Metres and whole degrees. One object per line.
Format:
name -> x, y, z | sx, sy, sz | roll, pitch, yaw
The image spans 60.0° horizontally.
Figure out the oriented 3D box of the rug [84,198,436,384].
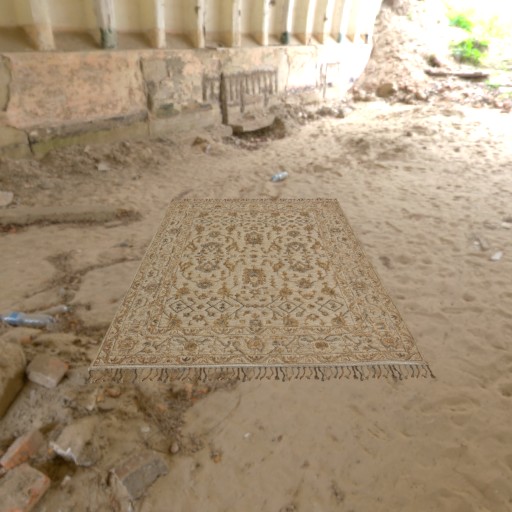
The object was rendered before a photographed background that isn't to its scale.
rug -> 0.000, 0.000, 2.989 | 1.529, 0.027, 2.434 | 0, 26, -1
